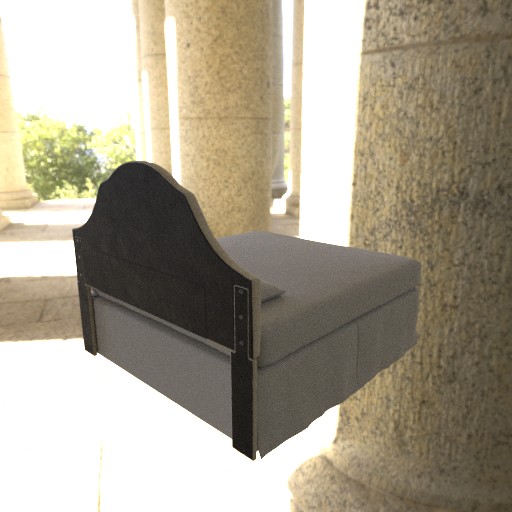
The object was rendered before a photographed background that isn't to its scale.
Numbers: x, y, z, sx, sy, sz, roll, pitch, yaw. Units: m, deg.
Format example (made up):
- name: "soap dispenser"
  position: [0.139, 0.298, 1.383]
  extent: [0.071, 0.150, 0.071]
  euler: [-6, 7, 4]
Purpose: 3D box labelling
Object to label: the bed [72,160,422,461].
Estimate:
- name: "bed"
  position: [0.000, 0.000, 3.557]
  extent: [2.012, 1.555, 2.086]
  euler: [13, 19, 42]
